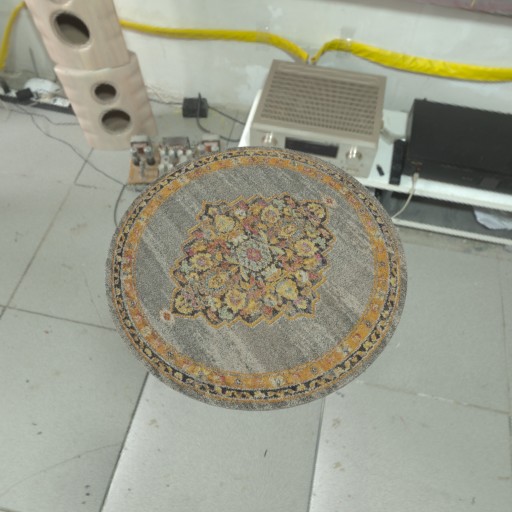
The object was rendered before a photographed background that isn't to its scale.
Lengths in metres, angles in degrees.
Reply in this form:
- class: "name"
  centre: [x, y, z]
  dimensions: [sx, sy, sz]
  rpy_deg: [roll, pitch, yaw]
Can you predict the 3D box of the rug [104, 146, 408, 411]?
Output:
- class: "rug"
  centre: [0.000, 0.000, 3.534]
  dimensions: [2.382, 0.014, 2.382]
  rpy_deg: [0, 59, 0]
